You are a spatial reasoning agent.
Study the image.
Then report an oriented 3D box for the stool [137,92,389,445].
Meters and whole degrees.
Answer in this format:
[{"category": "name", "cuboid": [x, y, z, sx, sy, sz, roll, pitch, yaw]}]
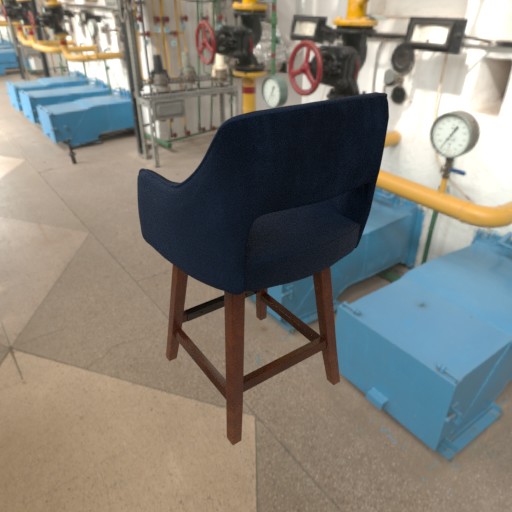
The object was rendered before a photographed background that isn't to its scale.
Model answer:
[{"category": "stool", "cuboid": [0.000, 0.000, 1.263, 0.550, 0.940, 0.560, -20, 36, -30]}]
